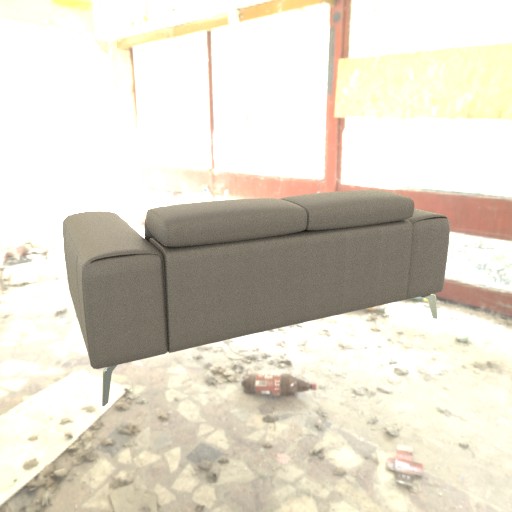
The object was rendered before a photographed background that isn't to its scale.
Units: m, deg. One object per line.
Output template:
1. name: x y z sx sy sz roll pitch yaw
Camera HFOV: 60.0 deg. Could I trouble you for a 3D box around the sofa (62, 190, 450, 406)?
1. sofa: 0.000 0.000 2.497 1.930 0.753 1.024 -8 18 -26
